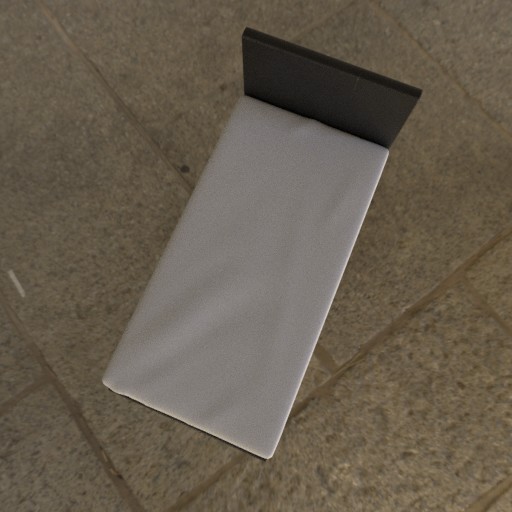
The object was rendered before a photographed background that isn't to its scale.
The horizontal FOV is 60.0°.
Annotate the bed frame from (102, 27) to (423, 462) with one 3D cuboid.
[{"bbox_3d":[0.000,0.000,2.494,1.038,1.046,2.152,22,77,5],"label":"bed frame"}]
